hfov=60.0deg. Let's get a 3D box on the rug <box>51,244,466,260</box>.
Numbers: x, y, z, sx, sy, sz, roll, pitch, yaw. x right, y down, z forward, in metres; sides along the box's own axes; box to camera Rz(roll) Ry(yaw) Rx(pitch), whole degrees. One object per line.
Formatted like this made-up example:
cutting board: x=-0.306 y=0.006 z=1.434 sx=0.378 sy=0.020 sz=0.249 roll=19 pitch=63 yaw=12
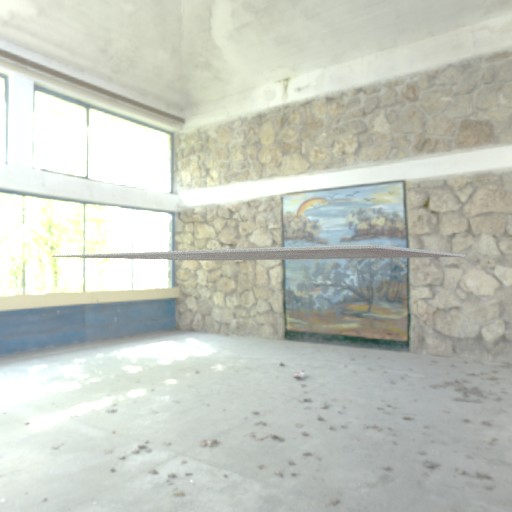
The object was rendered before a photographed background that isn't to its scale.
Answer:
rug: x=0.000 y=0.000 z=2.271 sx=1.747 sy=0.011 sz=1.217 roll=-1 pitch=-2 yaw=36
